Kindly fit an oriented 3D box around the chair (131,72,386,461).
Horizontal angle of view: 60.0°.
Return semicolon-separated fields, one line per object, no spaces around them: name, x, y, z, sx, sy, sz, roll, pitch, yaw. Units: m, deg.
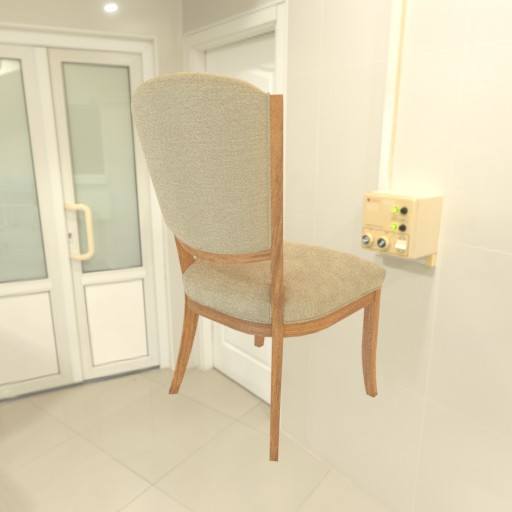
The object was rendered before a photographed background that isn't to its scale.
chair;0.000;0.000;1.243;0.513;0.905;0.584;14;20;42
